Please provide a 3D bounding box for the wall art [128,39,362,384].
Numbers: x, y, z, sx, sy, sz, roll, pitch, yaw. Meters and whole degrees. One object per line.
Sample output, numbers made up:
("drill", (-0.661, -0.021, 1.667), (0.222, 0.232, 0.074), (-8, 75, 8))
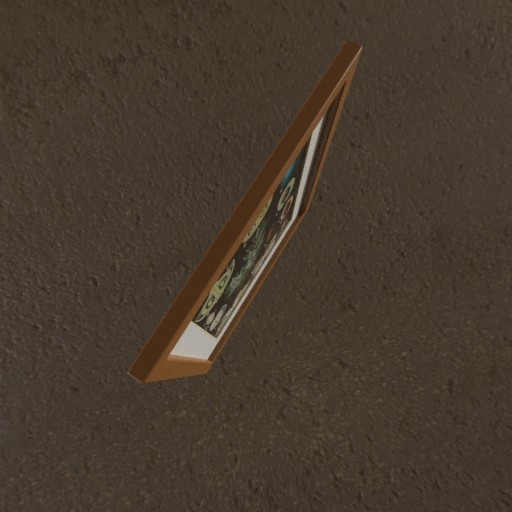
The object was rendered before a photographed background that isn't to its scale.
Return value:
("wall art", (0.000, 0.000, 0.743), (0.021, 0.550, 0.449), (31, 78, 7))
